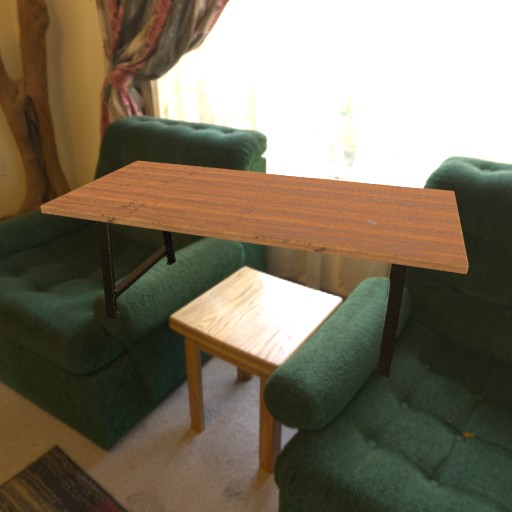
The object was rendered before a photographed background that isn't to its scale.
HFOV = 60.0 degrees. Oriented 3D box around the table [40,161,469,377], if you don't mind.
[{"bbox_3d":[0.000,0.000,2.747,2.200,0.757,1.000,9,28,16],"label":"table"}]
